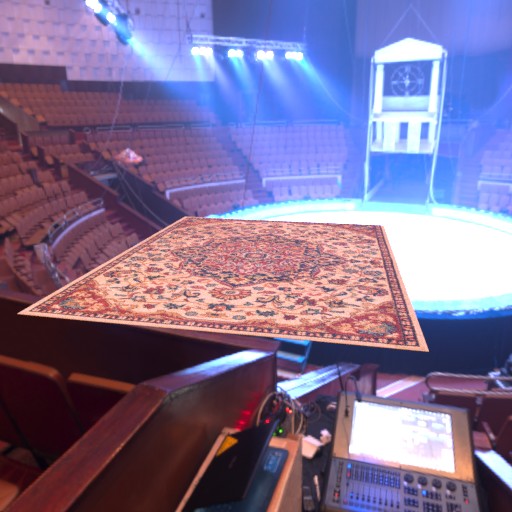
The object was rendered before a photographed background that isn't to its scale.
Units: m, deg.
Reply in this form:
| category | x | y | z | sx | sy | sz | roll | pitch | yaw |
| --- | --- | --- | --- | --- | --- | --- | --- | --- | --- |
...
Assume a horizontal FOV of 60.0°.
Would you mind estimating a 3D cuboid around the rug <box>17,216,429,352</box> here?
| category | x | y | z | sx | sy | sz | roll | pitch | yaw |
| --- | --- | --- | --- | --- | --- | --- | --- | --- | --- |
| rug | 0.000 | 0.000 | 3.987 | 2.454 | 0.005 | 3.067 | 3 | 17 | 11 |
